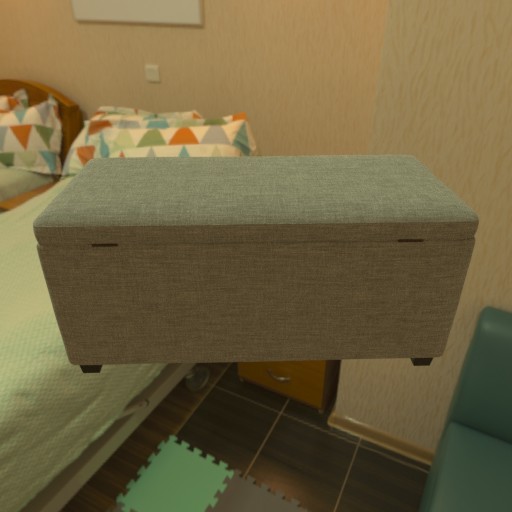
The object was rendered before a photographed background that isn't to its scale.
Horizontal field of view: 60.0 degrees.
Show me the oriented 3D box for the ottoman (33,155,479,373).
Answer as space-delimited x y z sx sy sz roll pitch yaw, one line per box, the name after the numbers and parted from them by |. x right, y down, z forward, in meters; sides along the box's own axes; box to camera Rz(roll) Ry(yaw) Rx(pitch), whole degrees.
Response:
0.000 0.000 1.120 0.902 0.432 0.419 -1 30 -2 | ottoman
